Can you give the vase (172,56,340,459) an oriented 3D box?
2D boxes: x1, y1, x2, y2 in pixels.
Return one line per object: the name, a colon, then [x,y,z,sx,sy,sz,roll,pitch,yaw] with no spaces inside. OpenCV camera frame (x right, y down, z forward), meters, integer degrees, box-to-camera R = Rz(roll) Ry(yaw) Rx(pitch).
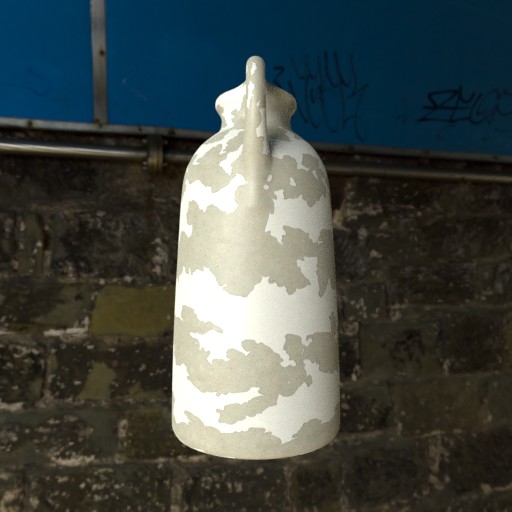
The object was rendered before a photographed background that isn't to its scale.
vase: [0.000,0.000,0.493,0.186,0.382,0.203,0,-1,0]
